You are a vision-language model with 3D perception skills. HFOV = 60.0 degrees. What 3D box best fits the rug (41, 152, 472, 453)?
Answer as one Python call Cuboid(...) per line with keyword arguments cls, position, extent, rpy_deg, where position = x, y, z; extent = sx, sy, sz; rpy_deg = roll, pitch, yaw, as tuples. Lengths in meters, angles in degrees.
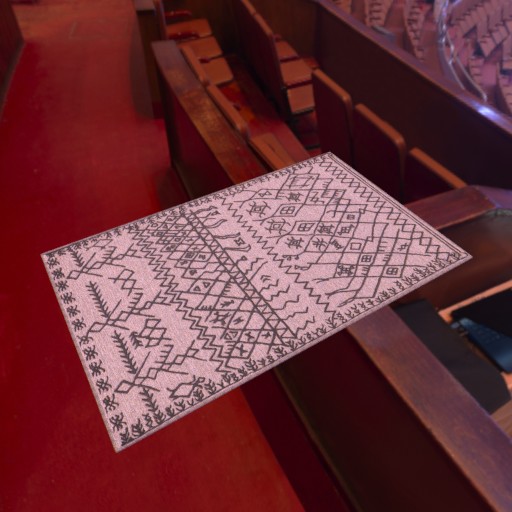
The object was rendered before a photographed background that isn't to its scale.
Cuboid(cls="rug", position=(0.000, 0.000, 2.954), extent=(2.444, 0.012, 1.526), rpy_deg=(-23, 49, -22))
